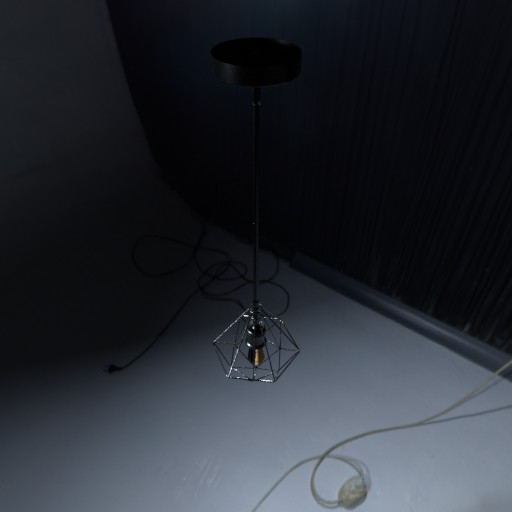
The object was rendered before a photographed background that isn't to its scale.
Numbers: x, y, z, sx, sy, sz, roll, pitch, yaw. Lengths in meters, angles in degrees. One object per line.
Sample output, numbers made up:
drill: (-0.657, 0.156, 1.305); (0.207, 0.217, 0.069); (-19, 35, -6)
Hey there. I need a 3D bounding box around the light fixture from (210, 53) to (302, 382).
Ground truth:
light fixture: (0.000, 0.000, 2.012); (0.431, 1.764, 0.487); (26, 48, 26)
